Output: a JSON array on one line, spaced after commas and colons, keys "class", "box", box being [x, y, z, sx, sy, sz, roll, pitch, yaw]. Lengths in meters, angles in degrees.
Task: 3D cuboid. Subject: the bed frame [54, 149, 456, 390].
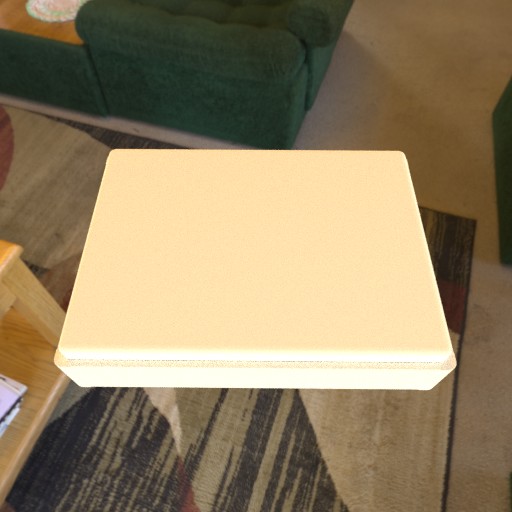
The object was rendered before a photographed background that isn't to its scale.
[{"class": "bed frame", "box": [0.000, 0.000, 2.545, 1.900, 0.406, 1.400, 0, 57, 0]}]
